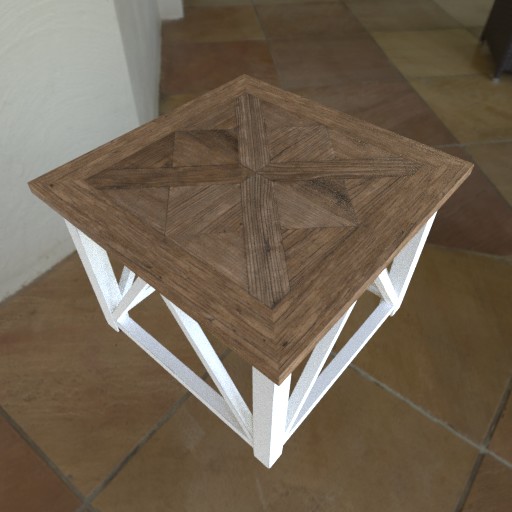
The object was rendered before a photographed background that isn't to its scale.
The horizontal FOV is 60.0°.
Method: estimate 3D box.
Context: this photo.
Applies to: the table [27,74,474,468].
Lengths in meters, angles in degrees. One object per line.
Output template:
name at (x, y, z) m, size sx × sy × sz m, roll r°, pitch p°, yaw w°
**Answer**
table at (0.000, 0.000, 1.171) m, size 0.700 × 0.532 × 0.700 m, roll 32°, pitch 54°, yaw 27°
